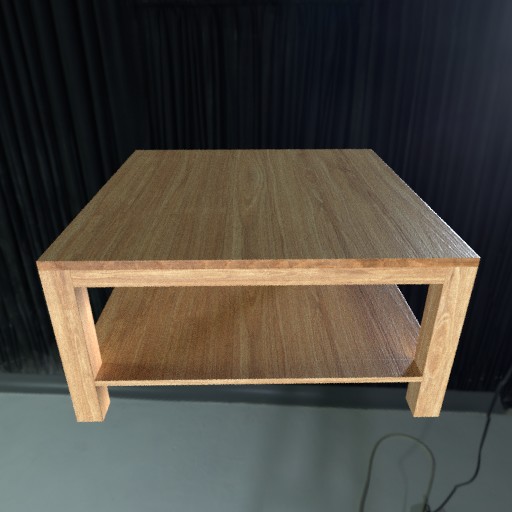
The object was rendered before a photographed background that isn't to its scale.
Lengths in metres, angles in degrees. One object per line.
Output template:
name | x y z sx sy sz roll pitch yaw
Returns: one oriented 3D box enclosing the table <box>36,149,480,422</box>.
table | 0.000 0.000 1.400 0.900 0.450 0.900 0 27 -1
